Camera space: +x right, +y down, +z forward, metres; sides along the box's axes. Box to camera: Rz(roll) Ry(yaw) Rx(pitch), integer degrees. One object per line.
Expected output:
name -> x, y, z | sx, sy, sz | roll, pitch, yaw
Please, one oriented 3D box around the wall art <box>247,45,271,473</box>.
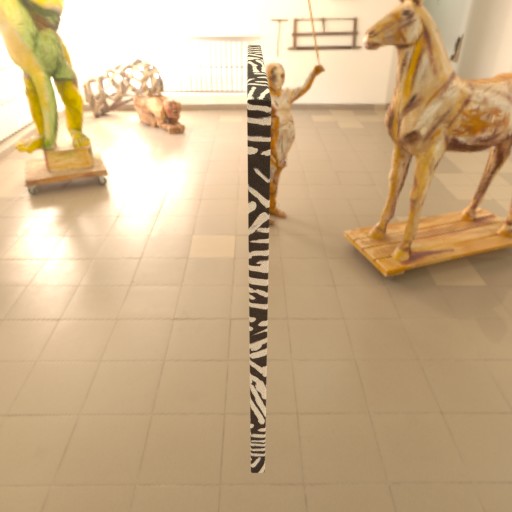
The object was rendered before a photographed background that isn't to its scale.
wall art -> 0.000, 0.000, 1.143 | 0.035, 0.918, 0.615 | 0, 32, -1
